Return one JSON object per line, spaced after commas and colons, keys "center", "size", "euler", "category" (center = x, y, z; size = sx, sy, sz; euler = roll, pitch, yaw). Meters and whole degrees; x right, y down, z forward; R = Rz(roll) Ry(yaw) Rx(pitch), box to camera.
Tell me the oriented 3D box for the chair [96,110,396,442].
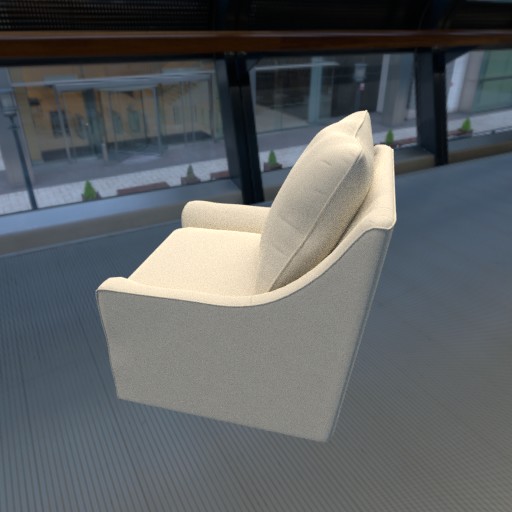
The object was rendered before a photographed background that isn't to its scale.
{"center": [0.000, 0.000, 1.615], "size": [0.876, 0.965, 0.756], "euler": [7, 30, 13], "category": "chair"}
